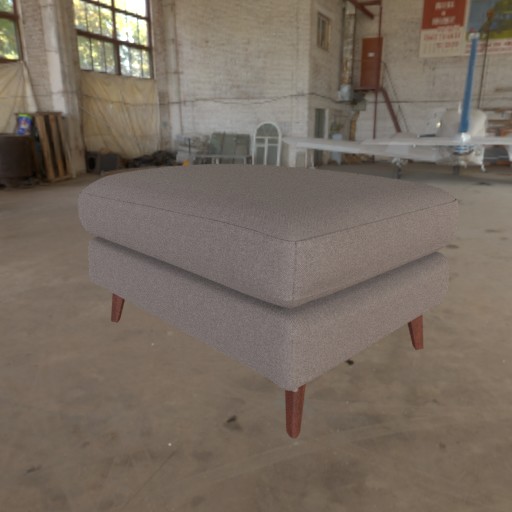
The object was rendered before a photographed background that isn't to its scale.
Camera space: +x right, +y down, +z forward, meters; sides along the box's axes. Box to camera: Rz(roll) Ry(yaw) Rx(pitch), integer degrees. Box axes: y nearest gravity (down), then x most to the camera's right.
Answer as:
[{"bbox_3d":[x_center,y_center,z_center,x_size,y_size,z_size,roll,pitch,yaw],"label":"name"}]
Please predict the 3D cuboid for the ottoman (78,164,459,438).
[{"bbox_3d":[0.000,0.000,1.152,0.608,0.449,0.811,-15,22,-42],"label":"ottoman"}]
